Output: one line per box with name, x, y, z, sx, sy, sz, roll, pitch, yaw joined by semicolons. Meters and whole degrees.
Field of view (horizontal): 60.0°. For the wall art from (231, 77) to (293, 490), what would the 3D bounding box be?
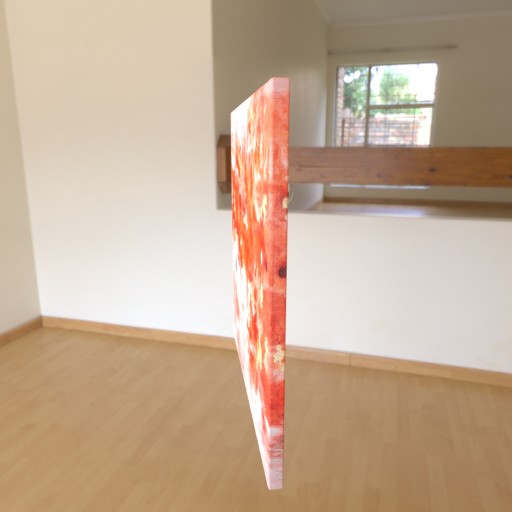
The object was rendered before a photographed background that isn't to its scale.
wall art;0.000;0.000;1.324;0.066;0.878;0.878;-2;14;-8
